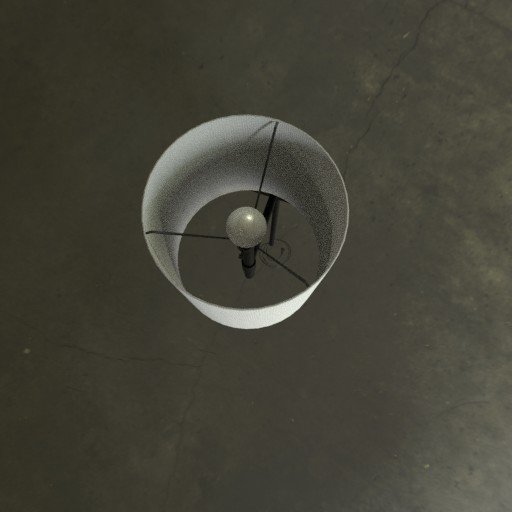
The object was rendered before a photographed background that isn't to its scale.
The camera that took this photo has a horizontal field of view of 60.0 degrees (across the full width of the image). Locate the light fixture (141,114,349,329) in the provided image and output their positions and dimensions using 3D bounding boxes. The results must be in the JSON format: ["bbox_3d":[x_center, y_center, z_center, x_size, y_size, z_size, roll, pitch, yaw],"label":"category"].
[{"bbox_3d":[0.000,0.000,0.694,0.188,0.589,0.248,19,77,5],"label":"light fixture"}]
